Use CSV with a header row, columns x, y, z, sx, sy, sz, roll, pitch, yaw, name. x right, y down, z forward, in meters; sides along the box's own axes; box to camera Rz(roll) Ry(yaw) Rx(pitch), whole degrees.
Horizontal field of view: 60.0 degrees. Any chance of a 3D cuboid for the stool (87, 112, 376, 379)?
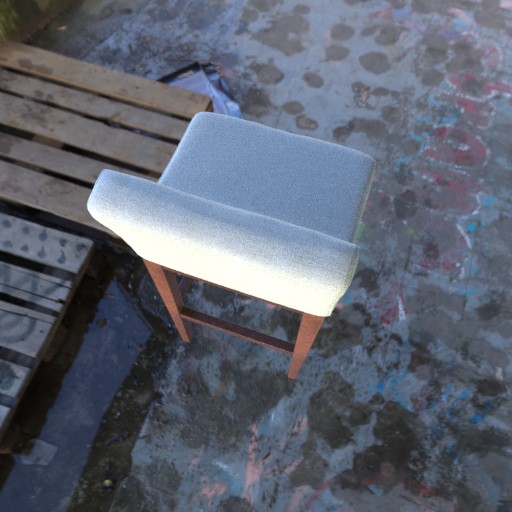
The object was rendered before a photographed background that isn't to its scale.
x,y,z,sx,sy,sz,roll,pitch,yaw,name
0.000,0.000,1.326,0.511,1.037,0.500,17,65,8,stool
